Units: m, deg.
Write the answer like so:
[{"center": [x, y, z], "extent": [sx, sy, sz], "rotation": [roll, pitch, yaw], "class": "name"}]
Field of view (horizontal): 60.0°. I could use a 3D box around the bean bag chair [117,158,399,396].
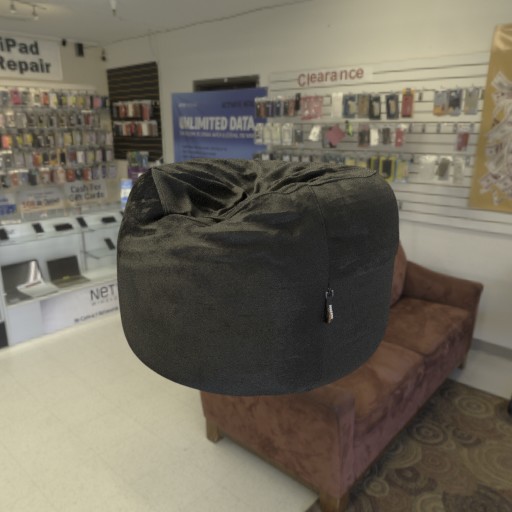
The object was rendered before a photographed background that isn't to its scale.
[{"center": [0.000, 0.000, 1.502], "extent": [0.918, 0.605, 0.918], "rotation": [0, 17, 0], "class": "bean bag chair"}]
